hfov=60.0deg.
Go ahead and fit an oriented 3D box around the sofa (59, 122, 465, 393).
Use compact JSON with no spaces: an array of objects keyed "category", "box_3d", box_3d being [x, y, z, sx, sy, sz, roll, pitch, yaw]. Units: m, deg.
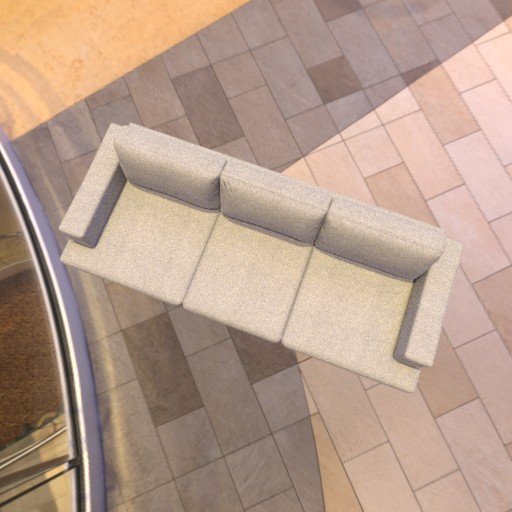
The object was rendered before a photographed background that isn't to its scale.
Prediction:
[{"category":"sofa","box_3d":[0.000,0.000,2.764,2.310,0.810,0.920,20,77,5]}]
